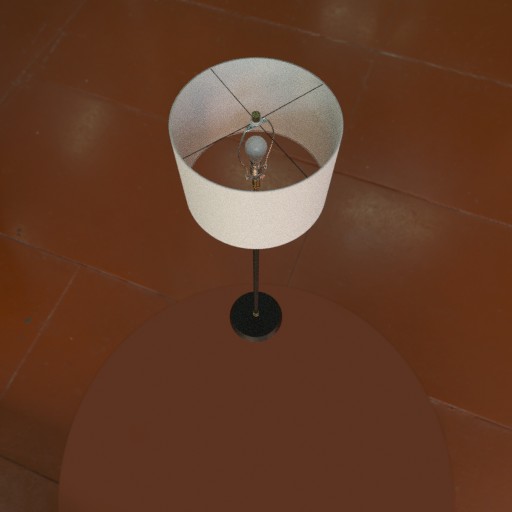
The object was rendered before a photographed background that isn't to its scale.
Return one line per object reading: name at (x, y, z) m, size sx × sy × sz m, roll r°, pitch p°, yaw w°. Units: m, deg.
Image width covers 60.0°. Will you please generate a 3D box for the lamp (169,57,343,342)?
lamp at (0.000, 0.000, 1.699) m, size 0.404 × 1.517 × 0.404 m, roll -32°, pitch 69°, yaw -14°
